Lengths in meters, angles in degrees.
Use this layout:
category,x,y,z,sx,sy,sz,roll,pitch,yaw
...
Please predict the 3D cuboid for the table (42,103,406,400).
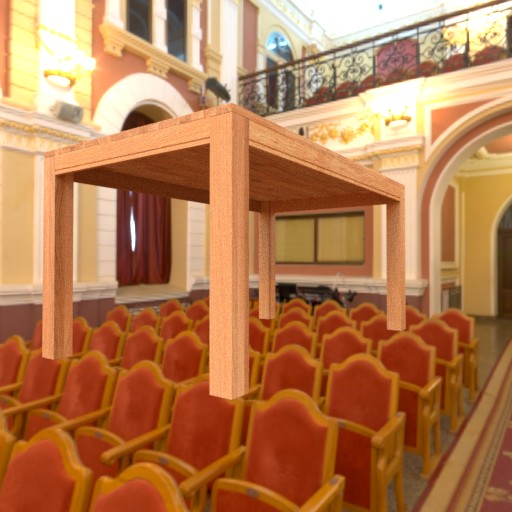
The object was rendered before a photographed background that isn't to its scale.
category,x,y,z,sx,sy,sz,roll,pitch,yaw
table,0.000,0.000,2.018,0.900,0.770,1.500,-1,-1,35
